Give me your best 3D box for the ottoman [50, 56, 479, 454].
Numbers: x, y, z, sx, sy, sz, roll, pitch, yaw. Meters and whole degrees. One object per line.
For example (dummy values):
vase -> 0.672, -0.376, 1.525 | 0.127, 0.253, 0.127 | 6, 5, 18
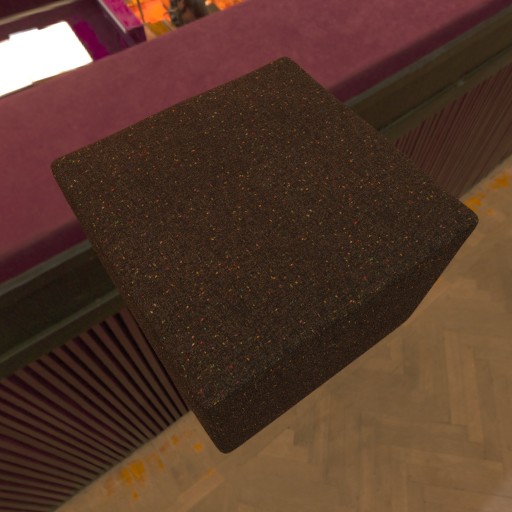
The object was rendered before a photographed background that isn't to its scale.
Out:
ottoman -> 0.000, 0.000, 0.867 | 0.508, 0.432, 0.508 | -31, 63, -18
